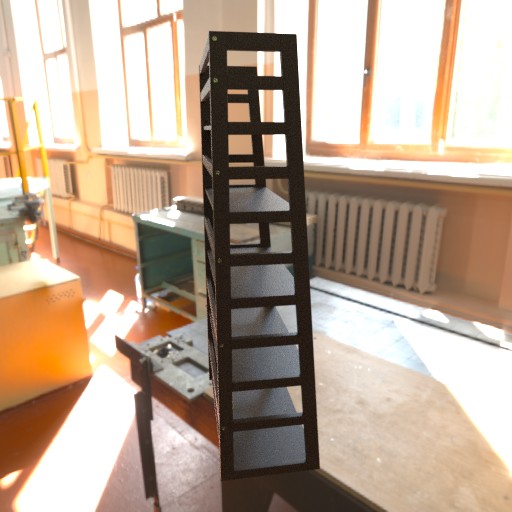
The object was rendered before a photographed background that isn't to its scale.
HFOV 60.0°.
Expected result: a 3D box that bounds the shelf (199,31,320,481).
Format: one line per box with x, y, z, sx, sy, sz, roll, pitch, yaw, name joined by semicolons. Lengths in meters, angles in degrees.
0.000;0.000;1.905;0.403;1.600;0.763;-3;16;-9;shelf
